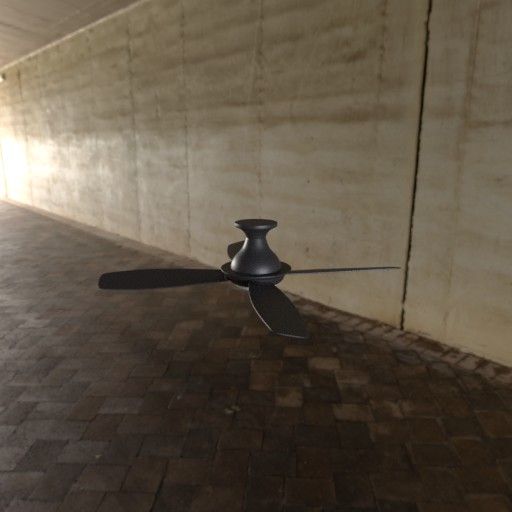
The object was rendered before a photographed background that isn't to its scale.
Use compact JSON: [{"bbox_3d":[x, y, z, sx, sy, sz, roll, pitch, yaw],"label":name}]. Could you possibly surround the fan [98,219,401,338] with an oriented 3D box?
[{"bbox_3d":[0.000,0.000,2.467,1.694,0.382,1.694,-2,14,-9],"label":"fan"}]
